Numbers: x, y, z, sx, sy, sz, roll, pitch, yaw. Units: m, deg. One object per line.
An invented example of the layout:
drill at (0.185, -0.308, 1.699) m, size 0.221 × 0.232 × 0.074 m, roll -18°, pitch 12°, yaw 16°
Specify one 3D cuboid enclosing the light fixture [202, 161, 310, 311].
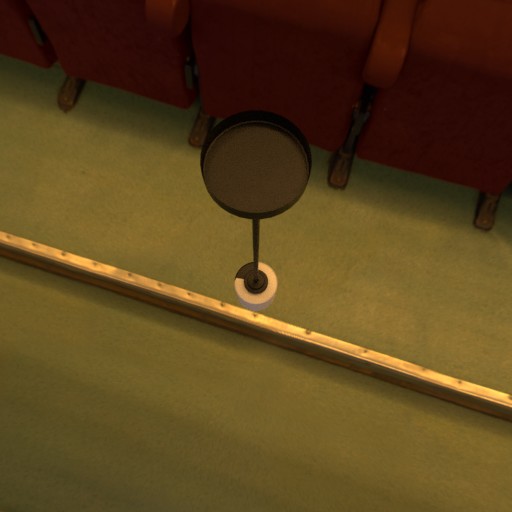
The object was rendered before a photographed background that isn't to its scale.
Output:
light fixture at (0.000, 0.000, 0.906) m, size 0.123 × 0.863 × 0.123 m, roll 17°, pitch 76°, yaw 4°
